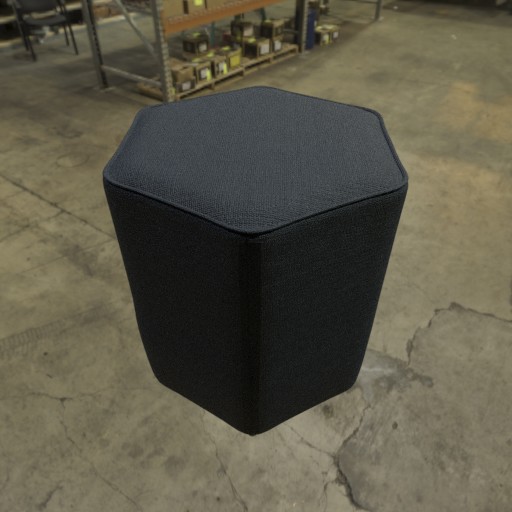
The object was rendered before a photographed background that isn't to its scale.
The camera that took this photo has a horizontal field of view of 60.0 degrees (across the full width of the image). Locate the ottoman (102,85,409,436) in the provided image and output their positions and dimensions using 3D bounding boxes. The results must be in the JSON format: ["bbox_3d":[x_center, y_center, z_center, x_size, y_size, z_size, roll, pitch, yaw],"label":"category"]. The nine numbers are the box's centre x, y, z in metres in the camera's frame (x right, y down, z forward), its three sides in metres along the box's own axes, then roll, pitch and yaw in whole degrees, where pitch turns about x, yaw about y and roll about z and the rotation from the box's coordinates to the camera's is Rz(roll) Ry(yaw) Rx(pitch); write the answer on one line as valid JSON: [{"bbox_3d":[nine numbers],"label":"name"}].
[{"bbox_3d":[0.000,0.000,0.859,0.492,0.505,0.454,25,46,27],"label":"ottoman"}]
